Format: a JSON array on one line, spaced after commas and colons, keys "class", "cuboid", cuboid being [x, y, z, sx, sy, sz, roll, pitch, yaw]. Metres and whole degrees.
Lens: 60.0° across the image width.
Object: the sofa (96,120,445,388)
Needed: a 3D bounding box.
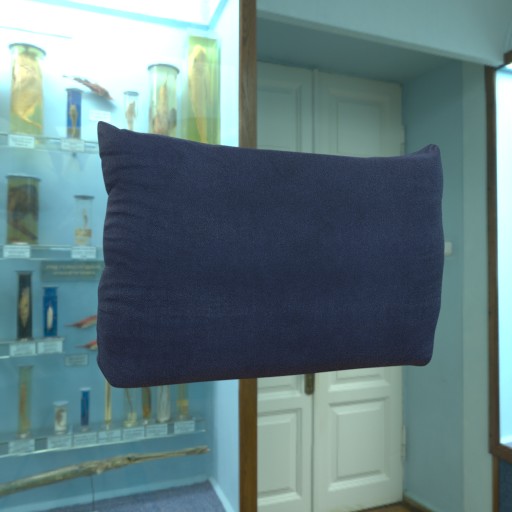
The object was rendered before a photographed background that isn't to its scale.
[{"class": "sofa", "cuboid": [0.000, 0.000, 1.658, 1.122, 0.778, 0.849, 0, -1, -18]}]
